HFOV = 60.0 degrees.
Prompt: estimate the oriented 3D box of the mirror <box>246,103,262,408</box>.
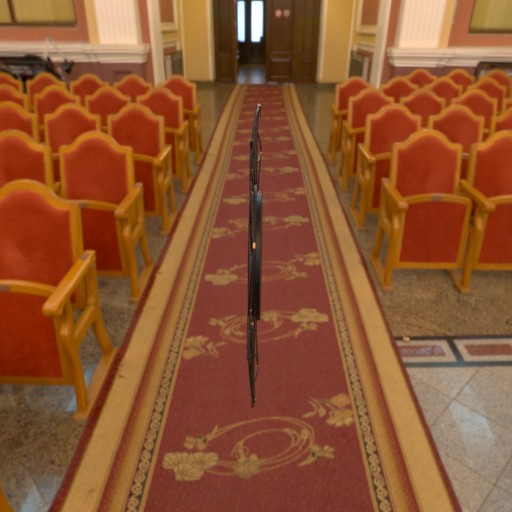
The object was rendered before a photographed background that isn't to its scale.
[{"bbox_3d":[0.000,0.000,1.185,0.028,0.775,0.797,1,28,1],"label":"mirror"}]
